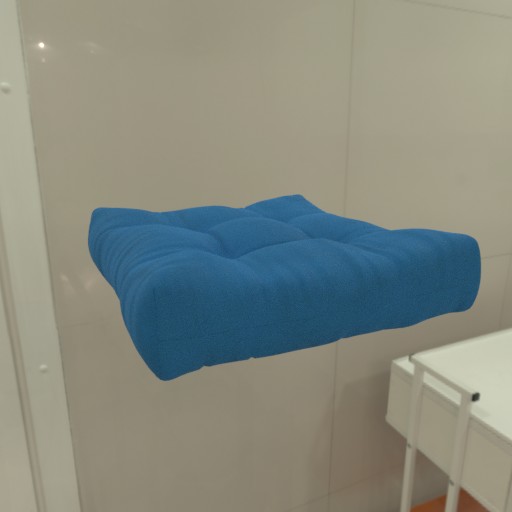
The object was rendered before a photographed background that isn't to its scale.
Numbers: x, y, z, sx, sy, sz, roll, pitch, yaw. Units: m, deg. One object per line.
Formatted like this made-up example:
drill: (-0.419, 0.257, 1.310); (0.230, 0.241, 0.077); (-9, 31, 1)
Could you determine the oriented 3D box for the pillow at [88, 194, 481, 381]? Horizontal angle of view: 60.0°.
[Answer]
pillow: (0.000, 0.000, 0.709); (0.468, 0.128, 0.490); (-7, 17, -25)
